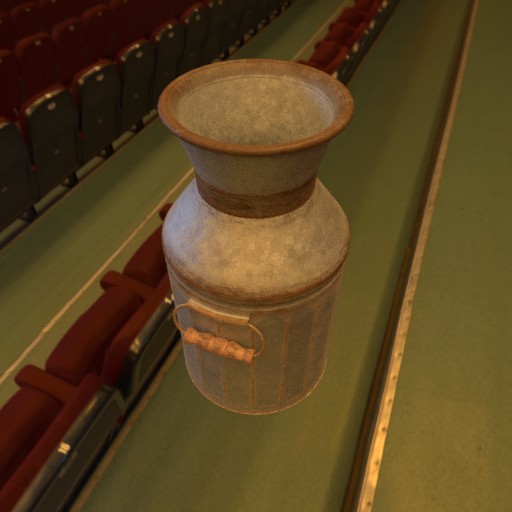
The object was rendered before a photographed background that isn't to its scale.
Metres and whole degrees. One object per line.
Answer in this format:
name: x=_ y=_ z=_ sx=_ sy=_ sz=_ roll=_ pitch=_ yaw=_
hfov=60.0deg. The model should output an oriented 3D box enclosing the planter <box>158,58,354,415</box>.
planter: x=0.000 y=0.000 z=0.527 sx=0.214 sy=0.396 sz=0.245 roll=16 pitch=48 yaw=15
